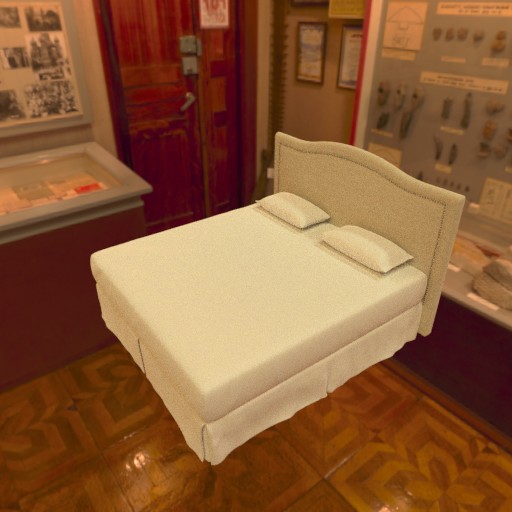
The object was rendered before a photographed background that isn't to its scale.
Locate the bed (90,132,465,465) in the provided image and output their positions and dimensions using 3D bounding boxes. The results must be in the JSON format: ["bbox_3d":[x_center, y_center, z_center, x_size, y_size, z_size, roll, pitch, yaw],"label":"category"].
[{"bbox_3d":[0.000,0.000,3.602,2.182,1.421,2.083,-21,36,-31],"label":"bed"}]
